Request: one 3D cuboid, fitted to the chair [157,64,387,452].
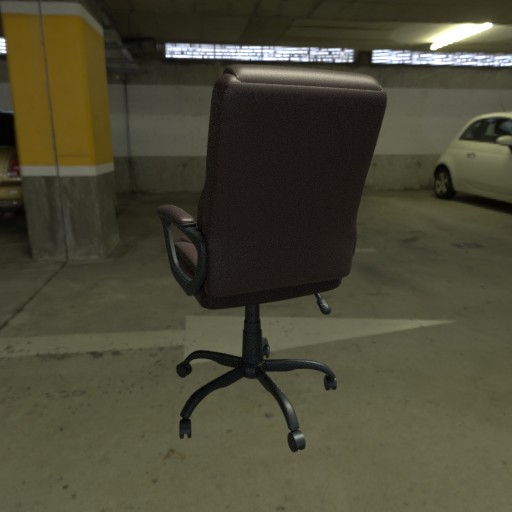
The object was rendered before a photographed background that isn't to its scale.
[{"bbox_3d":[0.000,0.000,1.447,0.615,1.072,0.655,-7,16,-25],"label":"chair"}]
